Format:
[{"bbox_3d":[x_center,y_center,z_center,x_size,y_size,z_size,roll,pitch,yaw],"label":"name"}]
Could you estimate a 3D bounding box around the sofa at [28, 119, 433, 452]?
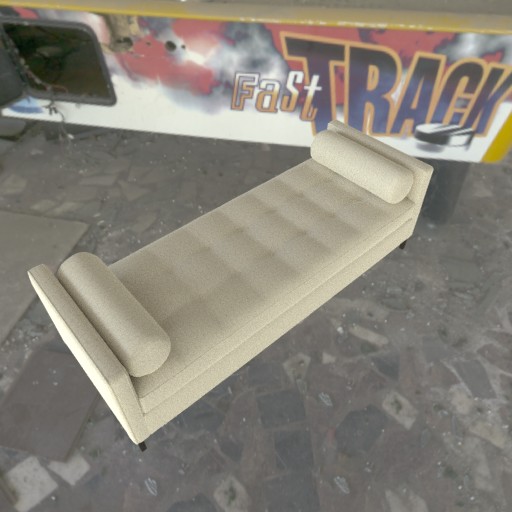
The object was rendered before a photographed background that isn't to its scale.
[{"bbox_3d":[0.000,0.000,2.364,1.985,0.641,0.746,-32,53,-28],"label":"sofa"}]
